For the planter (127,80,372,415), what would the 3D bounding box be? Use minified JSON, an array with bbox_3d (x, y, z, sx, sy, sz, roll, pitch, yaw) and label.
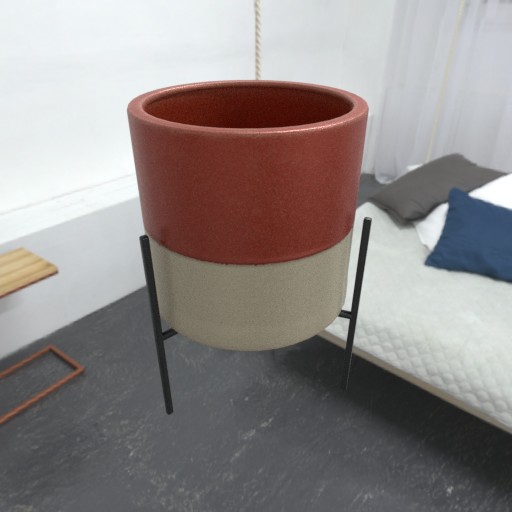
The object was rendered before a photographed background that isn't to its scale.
[{"bbox_3d":[0.000,0.000,0.524,0.251,0.354,0.235,11,33,18],"label":"planter"}]
